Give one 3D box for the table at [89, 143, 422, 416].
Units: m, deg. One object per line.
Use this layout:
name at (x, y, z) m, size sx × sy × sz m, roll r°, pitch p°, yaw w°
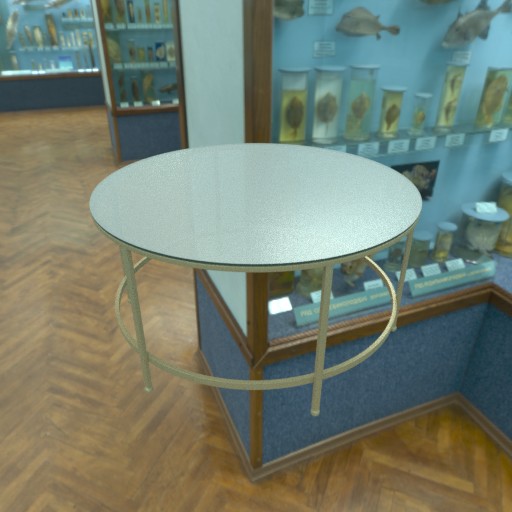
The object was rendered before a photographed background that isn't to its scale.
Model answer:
table at (0.000, 0.000, 1.394) m, size 0.914 × 0.470 × 0.914 m, roll 0°, pitch 29°, yaw 0°
